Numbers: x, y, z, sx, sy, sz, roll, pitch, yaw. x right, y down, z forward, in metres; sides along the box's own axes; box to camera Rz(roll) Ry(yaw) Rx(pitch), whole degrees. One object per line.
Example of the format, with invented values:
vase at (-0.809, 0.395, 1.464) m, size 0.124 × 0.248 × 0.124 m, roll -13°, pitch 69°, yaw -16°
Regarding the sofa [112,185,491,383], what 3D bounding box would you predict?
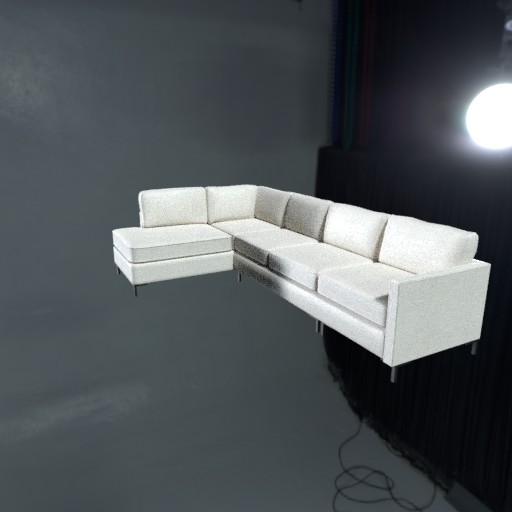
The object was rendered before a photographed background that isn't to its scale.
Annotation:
sofa at (0.000, 0.000, 4.237) m, size 2.048 × 0.996 × 3.384 m, roll -8°, pitch 18°, yaw -27°
